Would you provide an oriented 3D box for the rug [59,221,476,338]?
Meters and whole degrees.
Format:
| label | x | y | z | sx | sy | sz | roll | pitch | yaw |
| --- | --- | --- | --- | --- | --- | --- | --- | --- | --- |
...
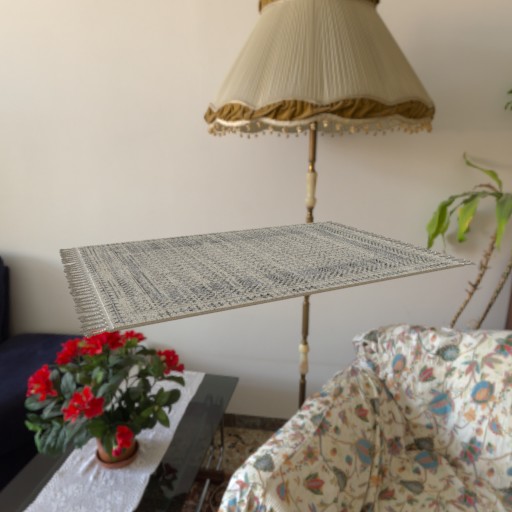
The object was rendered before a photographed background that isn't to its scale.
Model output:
| label | x | y | z | sx | sy | sz | roll | pitch | yaw |
| --- | --- | --- | --- | --- | --- | --- | --- | --- | --- |
| rug | 0.000 | 0.000 | 2.343 | 1.872 | 0.013 | 1.243 | -8 | 17 | -26 |
